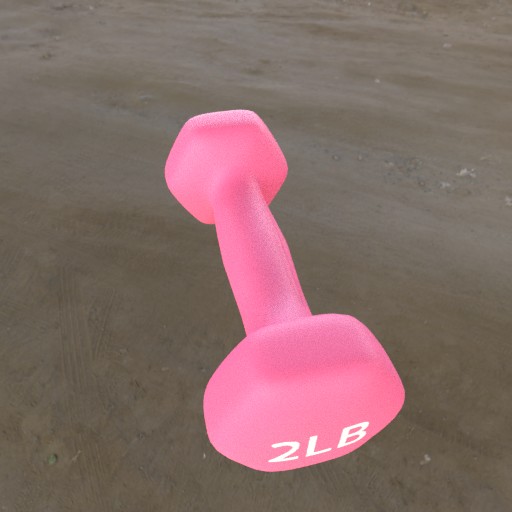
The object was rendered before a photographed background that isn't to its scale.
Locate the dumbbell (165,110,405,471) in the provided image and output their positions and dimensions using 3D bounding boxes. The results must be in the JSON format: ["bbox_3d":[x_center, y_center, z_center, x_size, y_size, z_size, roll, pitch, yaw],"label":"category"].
[{"bbox_3d":[0.000,0.000,0.167,0.058,0.053,0.146,-9,46,-9],"label":"dumbbell"}]
